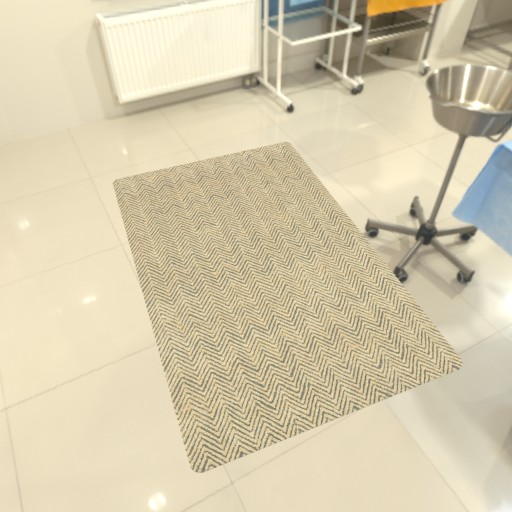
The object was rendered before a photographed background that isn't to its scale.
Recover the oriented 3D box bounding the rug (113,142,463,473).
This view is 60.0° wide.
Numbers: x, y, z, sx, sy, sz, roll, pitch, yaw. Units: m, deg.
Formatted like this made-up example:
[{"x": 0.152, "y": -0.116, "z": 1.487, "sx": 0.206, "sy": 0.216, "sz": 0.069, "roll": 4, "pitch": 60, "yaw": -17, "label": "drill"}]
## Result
[{"x": 0.000, "y": 0.000, "z": 2.205, "sx": 1.144, "sy": 0.008, "sz": 1.752, "roll": -16, "pitch": 49, "yaw": -14, "label": "rug"}]
